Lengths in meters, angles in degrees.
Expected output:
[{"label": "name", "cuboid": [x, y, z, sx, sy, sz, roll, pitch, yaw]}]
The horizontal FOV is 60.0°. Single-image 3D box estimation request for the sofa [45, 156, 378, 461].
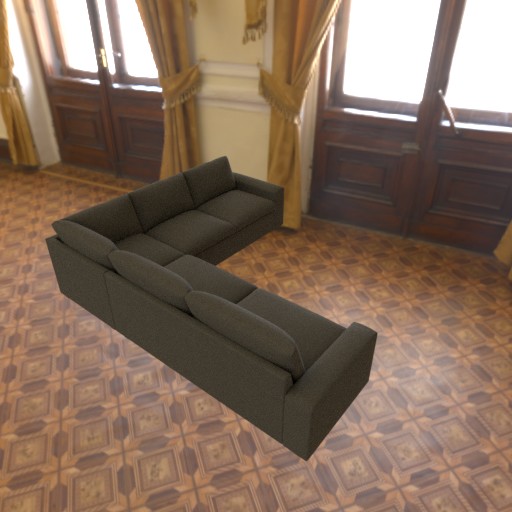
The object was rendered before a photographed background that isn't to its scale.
[{"label": "sofa", "cuboid": [0.000, 0.000, 4.809, 3.277, 0.965, 2.895, 23, 39, 32]}]
